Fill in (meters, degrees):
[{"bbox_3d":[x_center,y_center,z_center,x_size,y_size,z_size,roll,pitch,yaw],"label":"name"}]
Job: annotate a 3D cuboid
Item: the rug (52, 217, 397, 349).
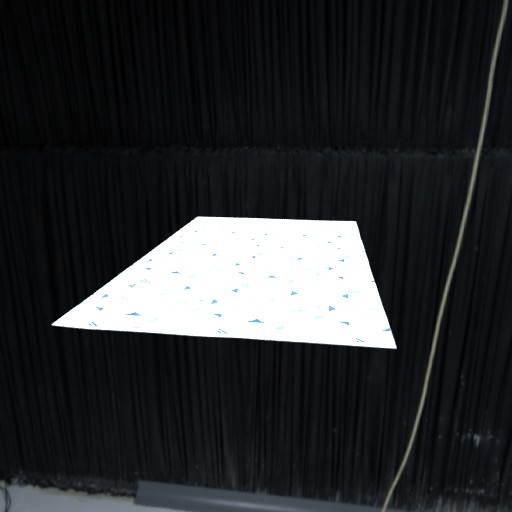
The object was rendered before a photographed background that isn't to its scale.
[{"bbox_3d":[0.000,0.000,3.055,1.512,0.009,2.457,2,17,8],"label":"rug"}]
